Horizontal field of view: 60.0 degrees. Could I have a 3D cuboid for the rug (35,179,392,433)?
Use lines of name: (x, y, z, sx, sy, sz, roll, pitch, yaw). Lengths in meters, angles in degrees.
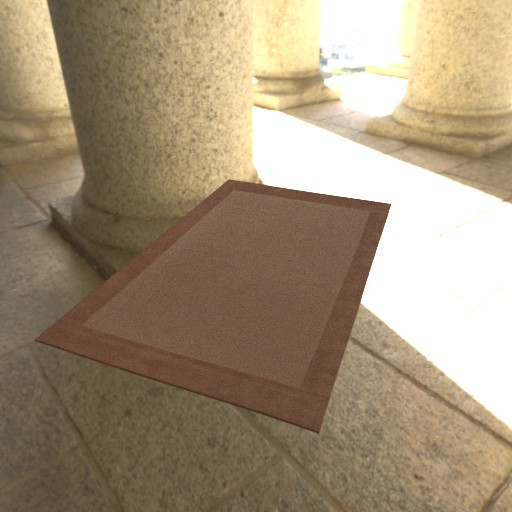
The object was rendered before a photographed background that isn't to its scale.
rug: (0.000, 0.000, 3.035, 1.524, 0.014, 2.438, 12, 33, 18)
